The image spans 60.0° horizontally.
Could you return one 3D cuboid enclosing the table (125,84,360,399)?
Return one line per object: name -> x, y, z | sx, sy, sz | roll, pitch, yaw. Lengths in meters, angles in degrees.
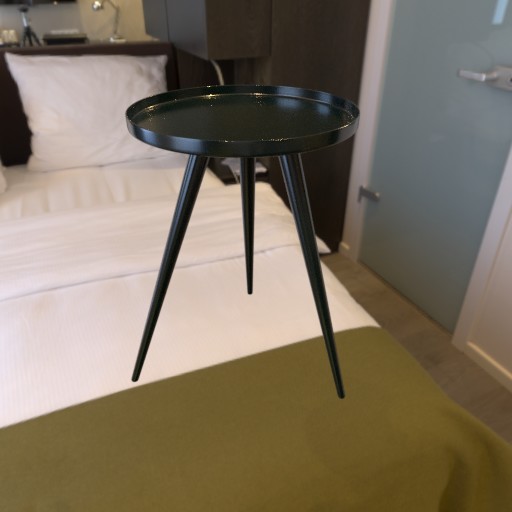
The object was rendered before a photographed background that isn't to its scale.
table -> 0.000, 0.000, 0.845 | 0.415, 0.548, 0.403 | 20, 37, 29
